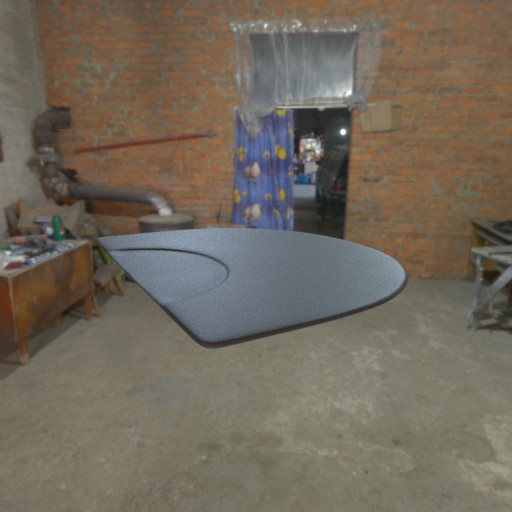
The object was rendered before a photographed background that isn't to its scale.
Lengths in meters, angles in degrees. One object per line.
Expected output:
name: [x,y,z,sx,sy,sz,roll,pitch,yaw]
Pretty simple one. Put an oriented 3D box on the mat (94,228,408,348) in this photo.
mat: [0.000,0.000,1.594,0.917,0.016,1.220,-8,16,-28]
